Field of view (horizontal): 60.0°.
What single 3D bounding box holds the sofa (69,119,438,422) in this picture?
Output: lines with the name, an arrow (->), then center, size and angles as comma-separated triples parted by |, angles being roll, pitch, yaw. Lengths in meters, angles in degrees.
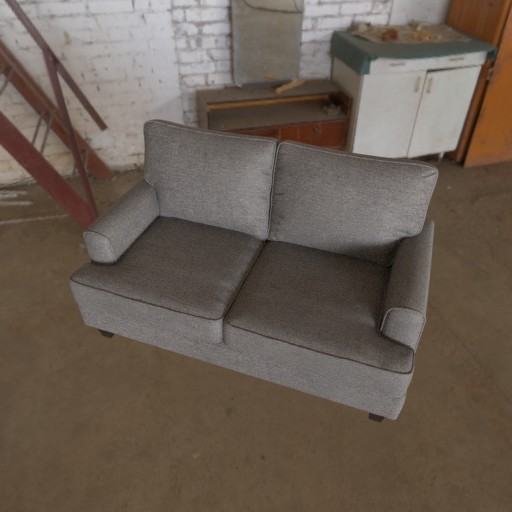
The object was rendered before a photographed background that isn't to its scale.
sofa -> 0.000, 0.000, 2.235 | 1.651, 0.965, 0.965 | 13, 42, 15
